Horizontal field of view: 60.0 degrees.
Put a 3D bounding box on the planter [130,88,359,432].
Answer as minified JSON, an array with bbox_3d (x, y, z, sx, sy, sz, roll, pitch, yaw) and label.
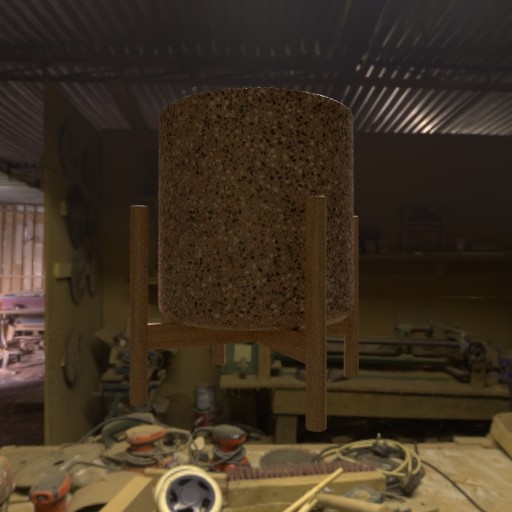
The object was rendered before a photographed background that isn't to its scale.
[{"bbox_3d":[0.000,0.000,0.704,0.360,0.419,0.360,0,-1,-1],"label":"planter"}]
